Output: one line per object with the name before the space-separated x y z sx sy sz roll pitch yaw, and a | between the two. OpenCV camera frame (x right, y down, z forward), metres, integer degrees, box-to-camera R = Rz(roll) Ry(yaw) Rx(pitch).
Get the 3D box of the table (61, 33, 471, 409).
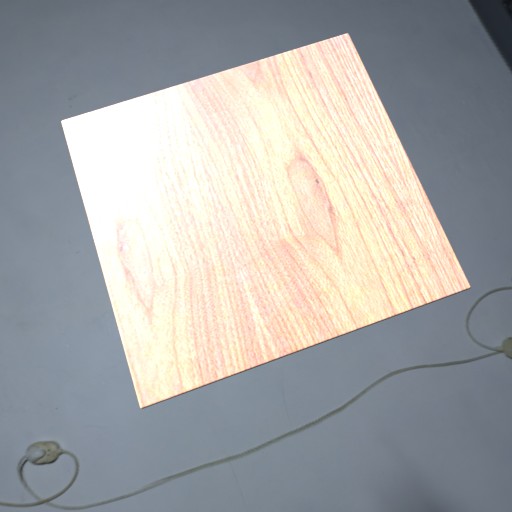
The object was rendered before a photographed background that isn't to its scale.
table | 0.000 0.000 0.832 0.411 0.567 0.384 -19 76 -5
